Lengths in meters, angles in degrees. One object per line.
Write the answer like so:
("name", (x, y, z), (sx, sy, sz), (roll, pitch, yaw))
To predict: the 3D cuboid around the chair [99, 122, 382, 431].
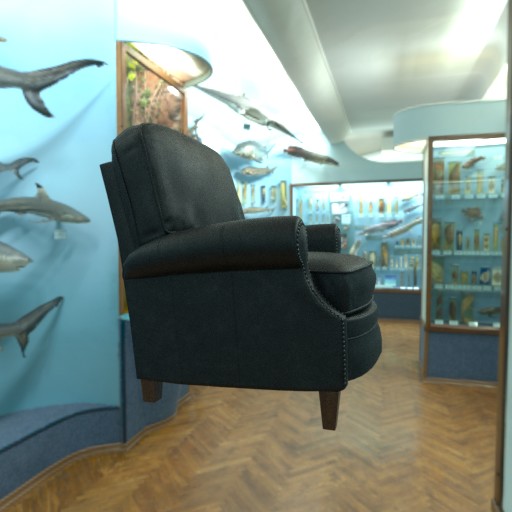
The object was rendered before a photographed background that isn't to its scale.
("chair", (0.000, 0.000, 1.788), (0.986, 1.018, 0.936), (1, 2, 19))
